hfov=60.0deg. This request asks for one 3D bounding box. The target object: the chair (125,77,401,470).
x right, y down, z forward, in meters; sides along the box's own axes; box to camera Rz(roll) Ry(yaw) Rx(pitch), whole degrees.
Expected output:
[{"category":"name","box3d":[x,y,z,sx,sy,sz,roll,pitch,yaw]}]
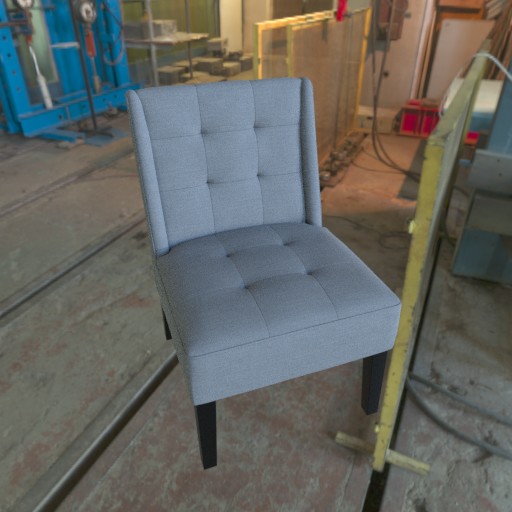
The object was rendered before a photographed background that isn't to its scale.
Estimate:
[{"category":"chair","box3d":[0.000,0.000,1.287,0.569,0.853,0.676,-11,34,-17]}]
